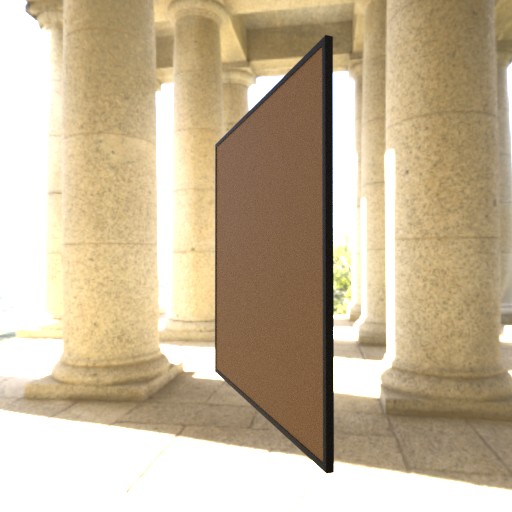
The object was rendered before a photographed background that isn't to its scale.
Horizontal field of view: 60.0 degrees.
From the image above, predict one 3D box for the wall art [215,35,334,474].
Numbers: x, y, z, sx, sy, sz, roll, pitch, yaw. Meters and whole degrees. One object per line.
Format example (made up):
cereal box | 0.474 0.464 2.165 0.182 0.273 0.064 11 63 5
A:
wall art | 0.000 0.000 0.984 0.015 0.663 0.664 0 -1 -20
